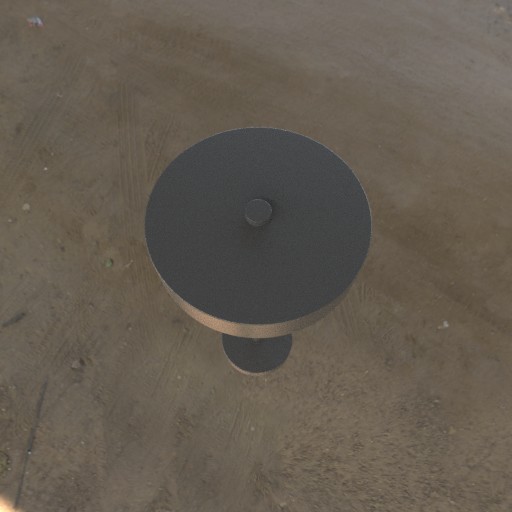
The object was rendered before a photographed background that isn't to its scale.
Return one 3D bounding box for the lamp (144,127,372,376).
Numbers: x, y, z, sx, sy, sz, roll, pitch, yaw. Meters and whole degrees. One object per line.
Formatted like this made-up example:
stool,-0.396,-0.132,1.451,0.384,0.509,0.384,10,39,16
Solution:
lamp,0.000,0.000,0.698,0.229,0.508,0.369,-2,65,-1
